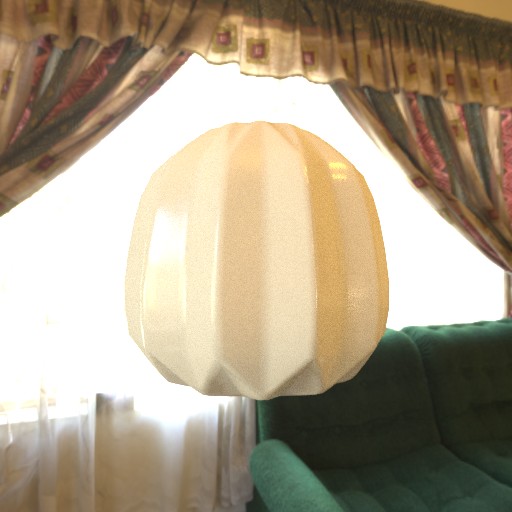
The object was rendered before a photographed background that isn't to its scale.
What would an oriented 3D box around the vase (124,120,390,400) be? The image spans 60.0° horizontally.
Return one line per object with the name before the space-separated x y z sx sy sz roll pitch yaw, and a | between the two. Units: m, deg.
vase | 0.000 0.000 0.242 0.139 0.134 0.139 0 0 0
